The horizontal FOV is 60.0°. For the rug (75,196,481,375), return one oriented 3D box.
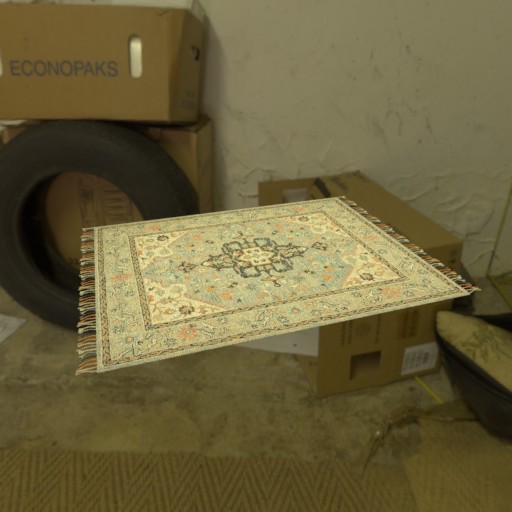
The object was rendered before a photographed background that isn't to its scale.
[{"bbox_3d":[0.000,0.000,3.513,2.651,0.010,1.971,-9,29,-16],"label":"rug"}]
